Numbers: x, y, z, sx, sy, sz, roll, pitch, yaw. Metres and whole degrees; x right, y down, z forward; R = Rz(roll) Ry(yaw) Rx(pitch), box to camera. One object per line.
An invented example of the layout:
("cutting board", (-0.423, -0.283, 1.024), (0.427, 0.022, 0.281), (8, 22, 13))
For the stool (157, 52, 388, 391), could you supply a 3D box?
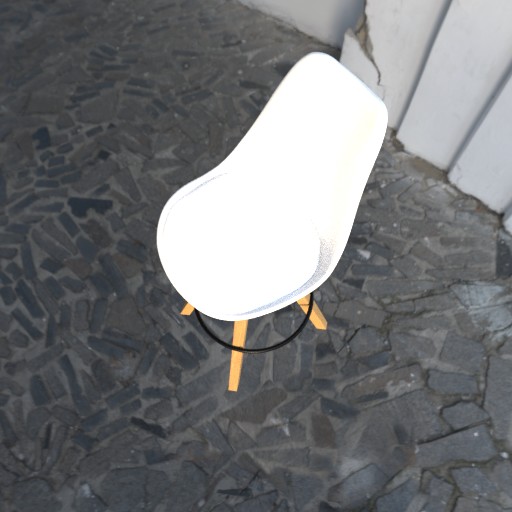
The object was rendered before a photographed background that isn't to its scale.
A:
("stool", (0.000, 0.000, 1.386), (0.549, 1.115, 0.482), (-31, 67, -15))
